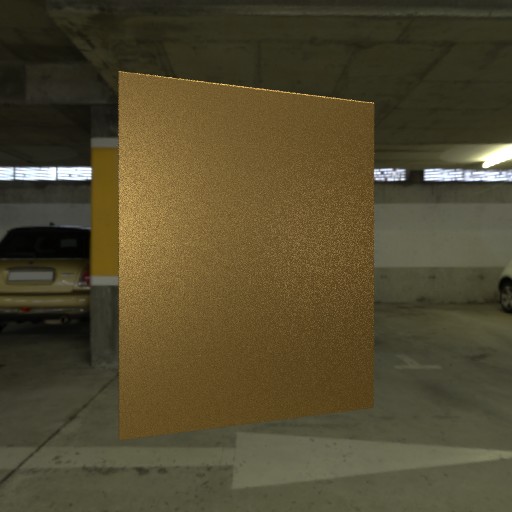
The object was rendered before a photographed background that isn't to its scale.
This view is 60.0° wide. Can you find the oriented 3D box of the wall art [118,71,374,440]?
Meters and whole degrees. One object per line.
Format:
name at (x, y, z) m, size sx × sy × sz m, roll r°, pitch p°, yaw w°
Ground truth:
wall art at (0.000, 0.000, 1.030) m, size 0.610 × 0.762 × 0.038 m, roll 0°, pitch 0°, yaw -18°
